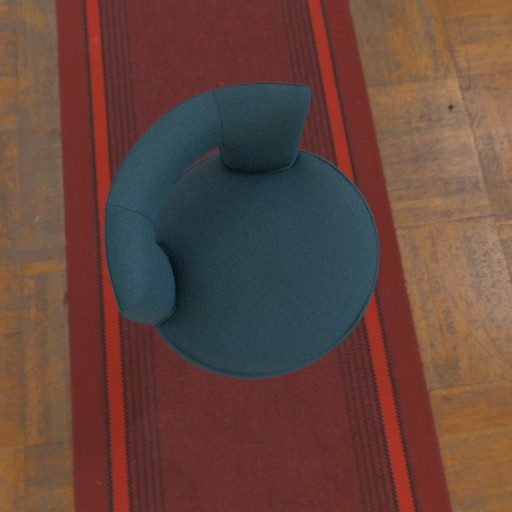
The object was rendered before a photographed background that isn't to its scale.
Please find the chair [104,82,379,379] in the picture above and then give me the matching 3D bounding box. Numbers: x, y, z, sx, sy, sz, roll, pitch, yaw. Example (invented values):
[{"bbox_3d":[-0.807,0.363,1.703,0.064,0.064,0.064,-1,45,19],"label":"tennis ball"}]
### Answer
[{"bbox_3d":[0.000,0.000,1.261,0.660,0.711,0.684,37,80,8],"label":"chair"}]
